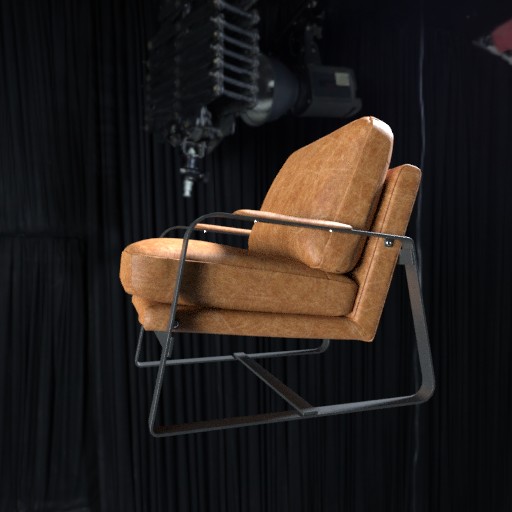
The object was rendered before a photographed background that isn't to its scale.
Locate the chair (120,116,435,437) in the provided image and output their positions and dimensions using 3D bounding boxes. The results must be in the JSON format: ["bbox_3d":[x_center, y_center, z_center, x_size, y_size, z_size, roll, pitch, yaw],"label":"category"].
[{"bbox_3d":[0.000,0.000,1.368,0.801,0.777,0.651,0,1,-18],"label":"chair"}]
